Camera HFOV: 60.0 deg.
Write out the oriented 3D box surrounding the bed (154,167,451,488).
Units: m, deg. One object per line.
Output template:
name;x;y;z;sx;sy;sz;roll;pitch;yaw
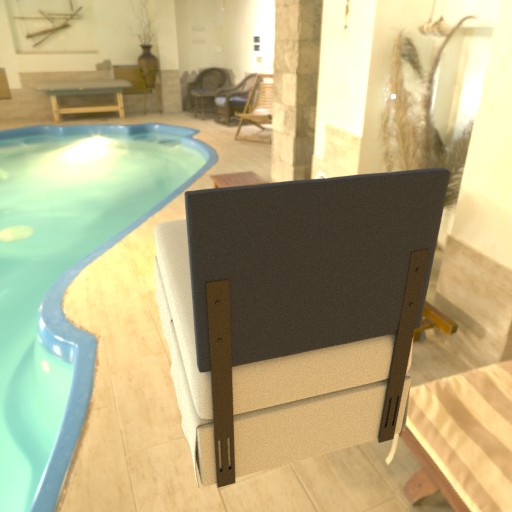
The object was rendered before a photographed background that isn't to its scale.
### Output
bed;0.000;0.000;2.908;1.261;1.571;1.997;-8;27;-16
